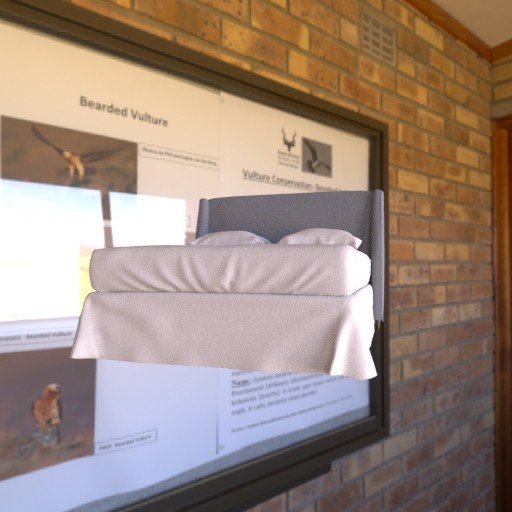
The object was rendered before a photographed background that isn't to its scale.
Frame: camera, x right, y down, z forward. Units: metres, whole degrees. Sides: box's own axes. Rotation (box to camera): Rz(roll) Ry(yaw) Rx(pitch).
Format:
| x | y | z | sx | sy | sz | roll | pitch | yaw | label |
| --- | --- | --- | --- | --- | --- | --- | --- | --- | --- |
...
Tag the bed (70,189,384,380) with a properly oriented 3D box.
| x | y | z | sx | sy | sz | roll | pitch | yaw | label |
| --- | --- | --- | --- | --- | --- | --- | --- | --- | --- |
| 0.000 | 0.000 | 3.530 | 1.925 | 1.332 | 2.276 | 0 | -2 | 17 | bed |
